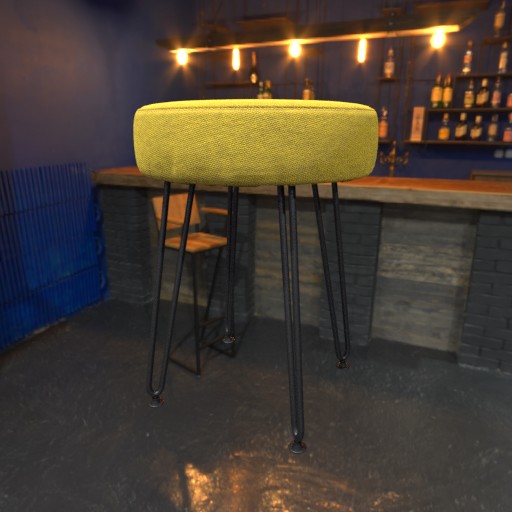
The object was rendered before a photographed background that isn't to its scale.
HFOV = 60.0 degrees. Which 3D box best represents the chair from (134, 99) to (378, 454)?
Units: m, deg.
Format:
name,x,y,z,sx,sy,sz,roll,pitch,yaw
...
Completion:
name,x,y,z,sx,sy,sz,roll,pitch,yaw
chair,0.000,0.000,0.697,0.345,0.455,0.345,8,18,24
